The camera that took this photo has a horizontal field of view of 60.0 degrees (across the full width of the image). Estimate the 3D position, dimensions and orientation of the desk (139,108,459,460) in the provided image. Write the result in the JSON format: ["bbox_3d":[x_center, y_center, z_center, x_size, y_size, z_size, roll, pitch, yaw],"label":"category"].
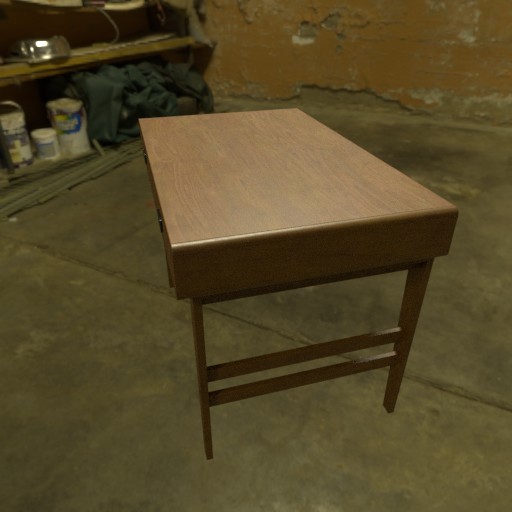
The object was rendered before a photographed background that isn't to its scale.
[{"bbox_3d":[0.000,0.000,1.566,0.660,0.754,1.066,-8,32,-14],"label":"desk"}]
